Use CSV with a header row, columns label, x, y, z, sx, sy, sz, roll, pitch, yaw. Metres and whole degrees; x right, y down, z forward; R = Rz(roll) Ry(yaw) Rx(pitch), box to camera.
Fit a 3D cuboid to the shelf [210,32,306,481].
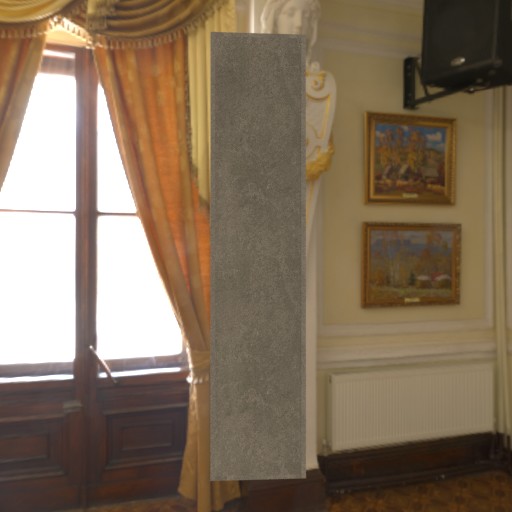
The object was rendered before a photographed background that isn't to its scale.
label,x,y,z,sx,sy,sz,roll,pitch,yaw
shelf,0.000,0.000,1.525,0.300,1.400,0.270,0,0,-3
